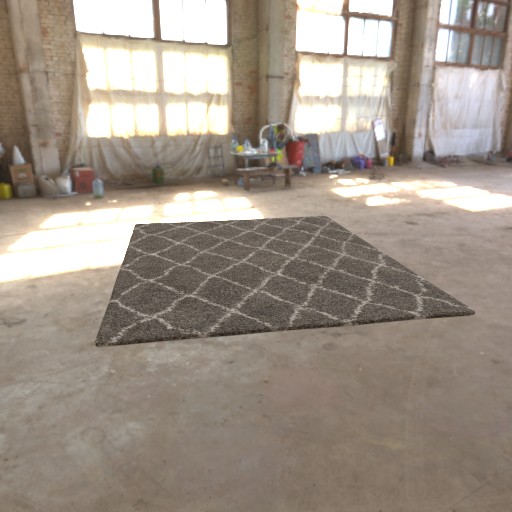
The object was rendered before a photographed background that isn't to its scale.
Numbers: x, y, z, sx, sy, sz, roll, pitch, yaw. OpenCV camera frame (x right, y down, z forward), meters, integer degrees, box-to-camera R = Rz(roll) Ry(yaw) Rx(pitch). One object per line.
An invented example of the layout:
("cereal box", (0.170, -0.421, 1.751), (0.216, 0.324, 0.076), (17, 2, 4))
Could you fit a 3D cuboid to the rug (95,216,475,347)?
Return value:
("rug", (0.000, 0.000, 4.165), (2.438, 0.029, 3.047), (-3, 18, -10))
